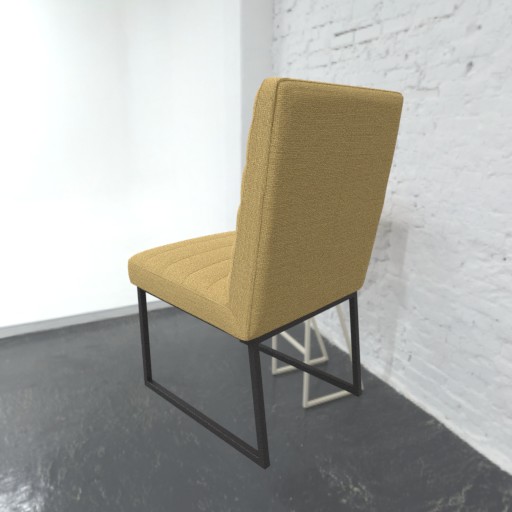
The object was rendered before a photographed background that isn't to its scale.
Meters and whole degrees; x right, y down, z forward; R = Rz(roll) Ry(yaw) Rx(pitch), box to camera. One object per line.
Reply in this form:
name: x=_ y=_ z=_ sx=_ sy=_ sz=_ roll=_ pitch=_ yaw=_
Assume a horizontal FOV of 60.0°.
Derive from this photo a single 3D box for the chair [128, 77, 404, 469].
chair: x=0.000 y=0.000 z=1.325 sx=0.634 sy=0.930 sz=0.520 roll=15 pitch=22 yaw=42
